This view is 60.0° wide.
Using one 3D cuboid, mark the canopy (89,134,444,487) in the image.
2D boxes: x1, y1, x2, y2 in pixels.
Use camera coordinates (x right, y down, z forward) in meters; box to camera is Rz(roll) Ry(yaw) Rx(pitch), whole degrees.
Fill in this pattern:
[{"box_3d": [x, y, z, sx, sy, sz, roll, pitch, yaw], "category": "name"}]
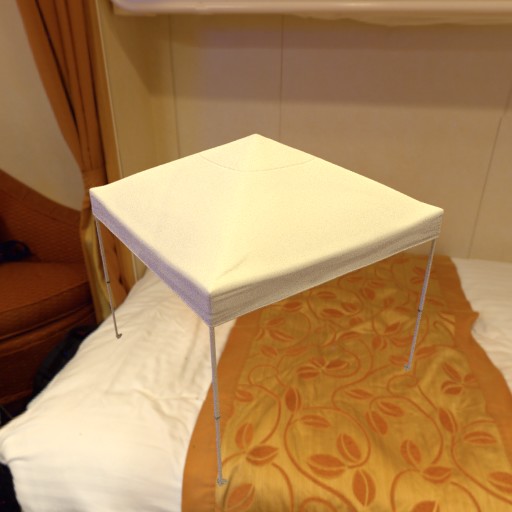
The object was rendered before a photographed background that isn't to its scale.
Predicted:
[{"box_3d": [0.000, 0.000, 5.521, 2.998, 2.997, 2.996, -18, 32, -31], "category": "canopy"}]
